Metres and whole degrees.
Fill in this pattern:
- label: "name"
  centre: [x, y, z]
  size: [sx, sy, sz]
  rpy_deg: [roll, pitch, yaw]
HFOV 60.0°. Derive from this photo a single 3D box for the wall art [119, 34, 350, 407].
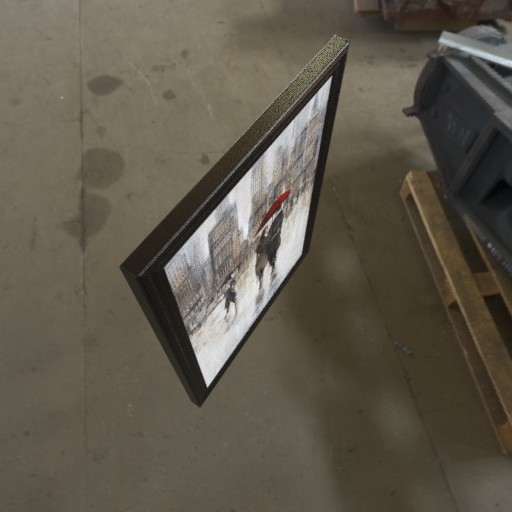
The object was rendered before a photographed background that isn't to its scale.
- label: "wall art"
  centre: [0.000, 0.000, 1.617]
  size: [0.053, 1.194, 0.950]
  rpy_deg: [29, 63, 16]
